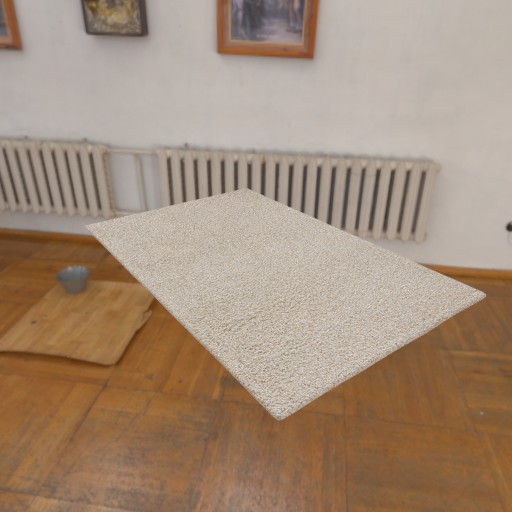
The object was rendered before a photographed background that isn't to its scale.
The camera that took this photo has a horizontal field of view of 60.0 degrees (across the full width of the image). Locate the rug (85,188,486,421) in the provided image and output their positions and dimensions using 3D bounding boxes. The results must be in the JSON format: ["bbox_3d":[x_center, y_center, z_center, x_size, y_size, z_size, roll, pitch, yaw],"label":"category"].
[{"bbox_3d":[0.000,0.000,3.442,1.778,0.030,2.743,-19,32,-32],"label":"rug"}]
